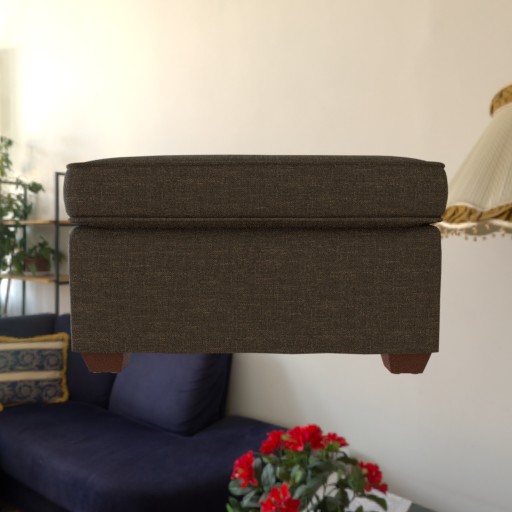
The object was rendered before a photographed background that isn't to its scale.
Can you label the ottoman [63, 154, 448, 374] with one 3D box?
[{"bbox_3d":[0.000,0.000,1.088,0.749,0.450,0.549,0,3,1],"label":"ottoman"}]
